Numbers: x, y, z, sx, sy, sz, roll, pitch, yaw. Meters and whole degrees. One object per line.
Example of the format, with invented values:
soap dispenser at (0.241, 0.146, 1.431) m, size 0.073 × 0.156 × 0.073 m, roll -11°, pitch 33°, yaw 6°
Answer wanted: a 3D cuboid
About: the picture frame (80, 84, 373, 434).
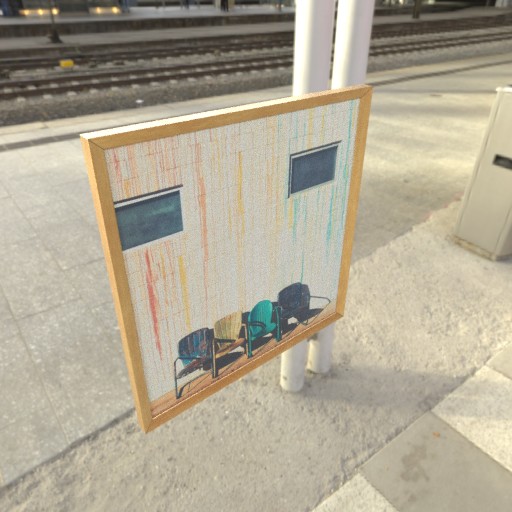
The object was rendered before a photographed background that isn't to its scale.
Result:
picture frame at (0.000, 0.000, 1.156) m, size 0.758 × 0.761 × 0.037 m, roll -23°, pitch 38°, yaw -33°
